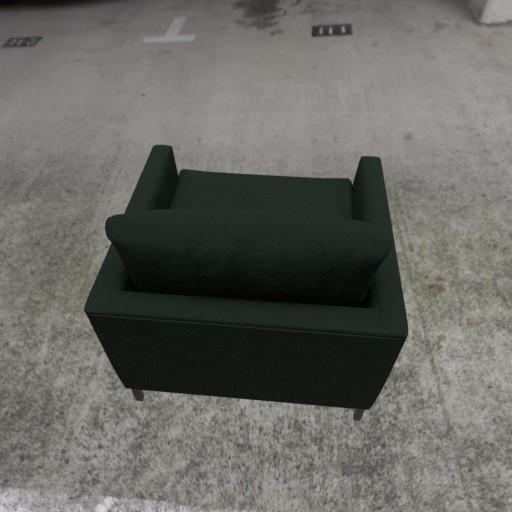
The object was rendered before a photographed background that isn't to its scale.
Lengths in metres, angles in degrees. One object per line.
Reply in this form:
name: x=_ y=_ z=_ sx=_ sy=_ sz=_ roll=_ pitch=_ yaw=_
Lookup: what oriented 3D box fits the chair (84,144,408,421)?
chair: x=0.000 y=0.000 z=1.677 sx=0.963 sy=0.861 sz=0.866 roll=4 pitch=48 yaw=4
